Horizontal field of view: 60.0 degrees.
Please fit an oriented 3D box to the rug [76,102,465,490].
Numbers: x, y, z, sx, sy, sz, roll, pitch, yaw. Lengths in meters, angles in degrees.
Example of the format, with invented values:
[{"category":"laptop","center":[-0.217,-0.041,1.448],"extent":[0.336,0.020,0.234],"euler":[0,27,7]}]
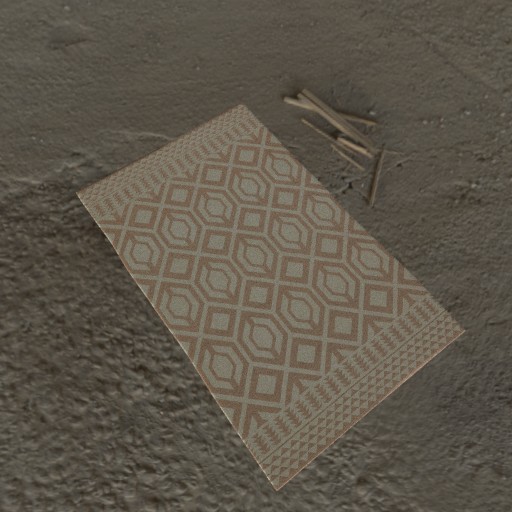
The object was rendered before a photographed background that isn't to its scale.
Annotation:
[{"category":"rug","center":[0.000,0.000,3.052],"extent":[1.526,0.011,2.435],"euler":[-34,68,-15]}]
